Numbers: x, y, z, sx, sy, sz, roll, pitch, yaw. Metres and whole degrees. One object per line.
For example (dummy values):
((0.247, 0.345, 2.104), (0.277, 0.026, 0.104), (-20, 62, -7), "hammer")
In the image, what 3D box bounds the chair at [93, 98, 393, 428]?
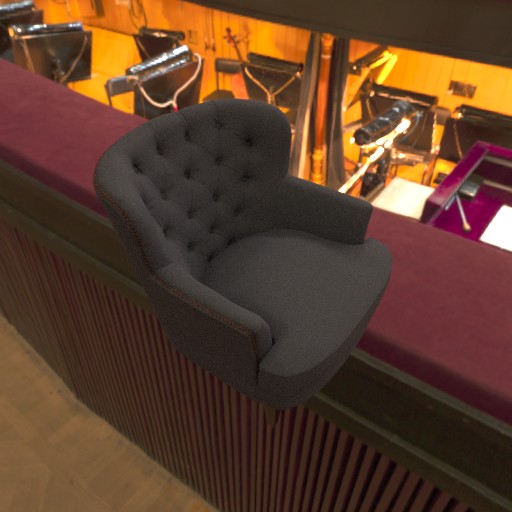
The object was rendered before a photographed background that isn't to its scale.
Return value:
((0.000, 0.000, 1.650), (0.906, 0.868, 0.848), (25, 46, 27), "chair")
